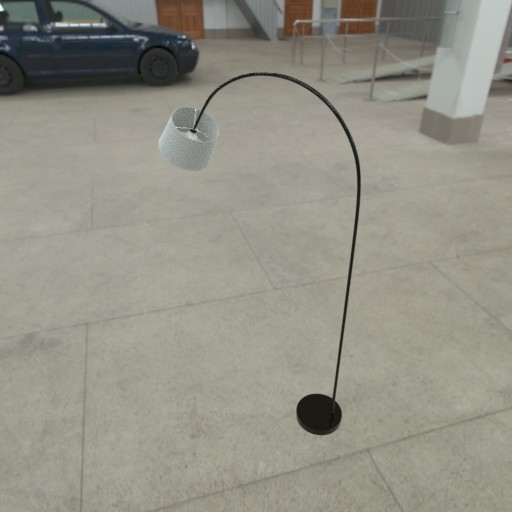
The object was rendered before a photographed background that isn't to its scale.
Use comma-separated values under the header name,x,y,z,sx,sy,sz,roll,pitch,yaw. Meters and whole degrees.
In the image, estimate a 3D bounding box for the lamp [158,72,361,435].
name,x,y,z,sx,sy,sz,roll,pitch,yaw
lamp,0.000,0.000,2.690,1.363,2.104,0.331,22,38,32
